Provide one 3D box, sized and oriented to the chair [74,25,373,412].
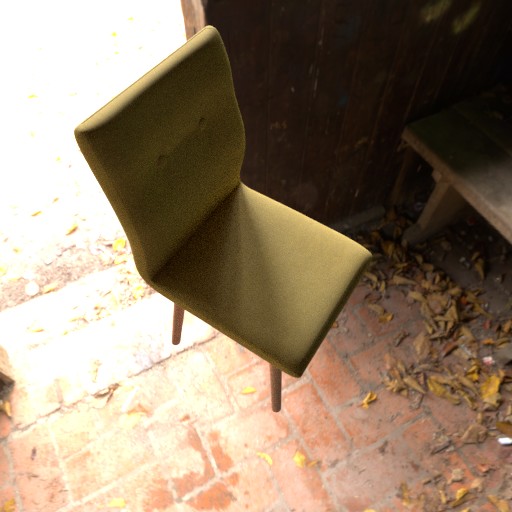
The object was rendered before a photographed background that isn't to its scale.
[{"bbox_3d":[0.000,0.000,1.251,0.550,0.965,0.450,29,61,18],"label":"chair"}]
